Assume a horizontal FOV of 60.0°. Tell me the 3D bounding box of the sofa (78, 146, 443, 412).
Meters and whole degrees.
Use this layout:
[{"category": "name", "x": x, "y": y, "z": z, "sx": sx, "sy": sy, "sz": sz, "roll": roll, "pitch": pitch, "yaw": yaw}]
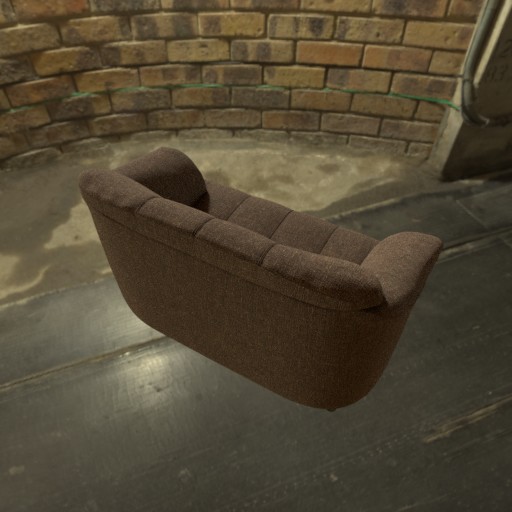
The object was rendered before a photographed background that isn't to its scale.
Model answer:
[{"category": "sofa", "x": 0.000, "y": 0.000, "z": 1.964, "sx": 1.404, "sy": 0.895, "sz": 0.799, "roll": 22, "pitch": 49, "yaw": 21}]
